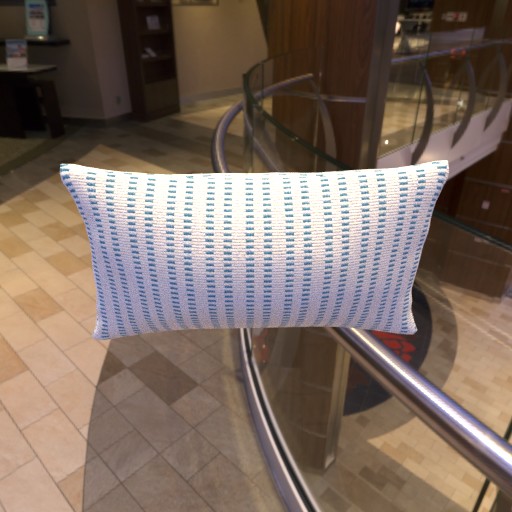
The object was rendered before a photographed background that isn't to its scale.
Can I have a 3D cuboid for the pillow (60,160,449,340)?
[{"bbox_3d":[0.000,0.000,0.805,0.640,0.353,0.210,-1,30,-2],"label":"pillow"}]
